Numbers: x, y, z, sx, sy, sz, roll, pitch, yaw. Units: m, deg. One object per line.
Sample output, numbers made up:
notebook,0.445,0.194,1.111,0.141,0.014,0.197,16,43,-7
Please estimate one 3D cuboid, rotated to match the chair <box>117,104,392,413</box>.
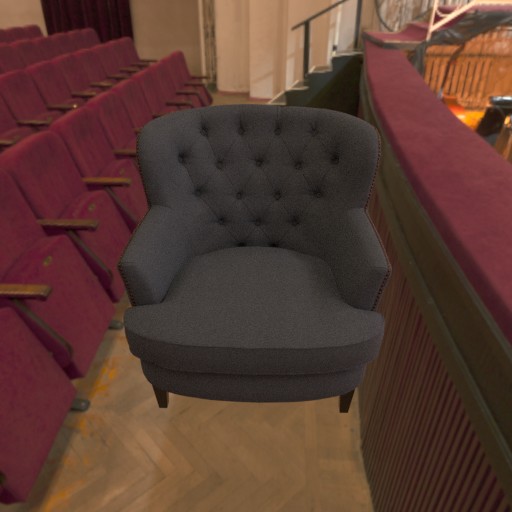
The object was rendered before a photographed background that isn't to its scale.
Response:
chair,0.000,0.000,1.569,0.848,0.868,0.906,1,30,2
